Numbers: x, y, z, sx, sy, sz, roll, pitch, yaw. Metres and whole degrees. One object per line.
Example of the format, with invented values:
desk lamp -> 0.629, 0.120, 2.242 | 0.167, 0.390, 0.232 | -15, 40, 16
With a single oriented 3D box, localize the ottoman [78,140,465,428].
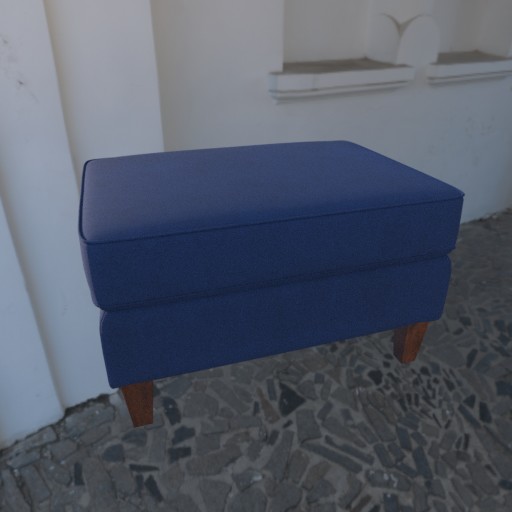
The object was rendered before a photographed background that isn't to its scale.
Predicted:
ottoman -> 0.000, 0.000, 1.394 | 0.965, 0.584, 0.686 | -8, 28, -16
